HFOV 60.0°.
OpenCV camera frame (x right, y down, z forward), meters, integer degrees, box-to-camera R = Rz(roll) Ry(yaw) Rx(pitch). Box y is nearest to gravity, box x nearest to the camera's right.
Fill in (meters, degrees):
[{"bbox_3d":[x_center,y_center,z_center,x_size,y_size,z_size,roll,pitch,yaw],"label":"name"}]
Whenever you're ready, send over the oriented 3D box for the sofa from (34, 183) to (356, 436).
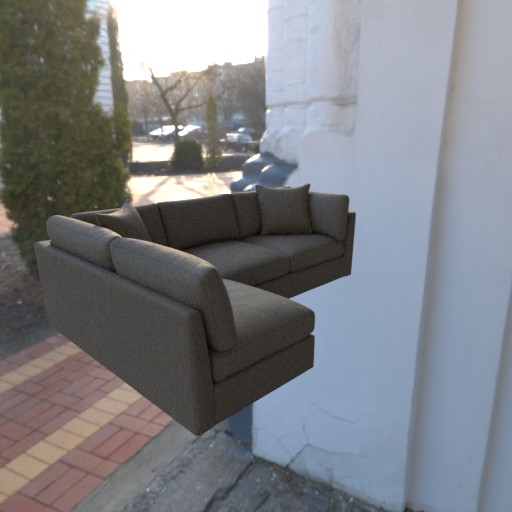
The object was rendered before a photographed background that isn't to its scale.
[{"bbox_3d":[0.000,0.000,3.787,1.994,0.978,2.896,15,22,43],"label":"sofa"}]
